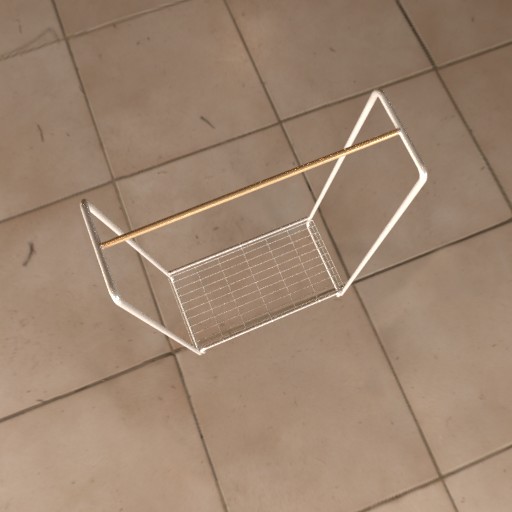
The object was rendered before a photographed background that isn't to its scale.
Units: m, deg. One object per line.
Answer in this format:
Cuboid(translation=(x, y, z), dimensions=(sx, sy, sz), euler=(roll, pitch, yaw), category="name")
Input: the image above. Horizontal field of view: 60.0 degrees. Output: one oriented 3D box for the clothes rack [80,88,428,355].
Cuboid(translation=(0.000, 0.000, 1.905), dimensions=(0.900, 1.500, 0.495), euler=(-22, 77, -5), category="clothes rack")
